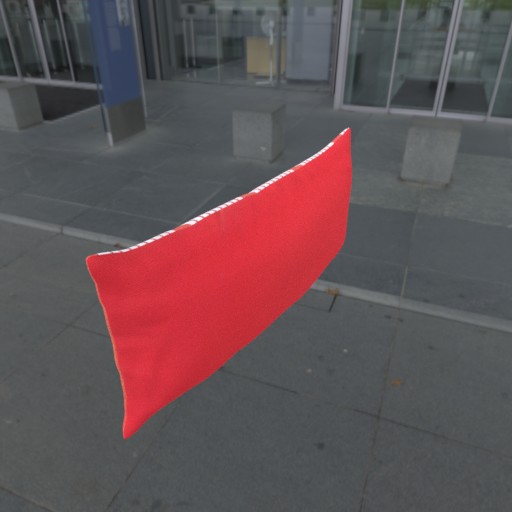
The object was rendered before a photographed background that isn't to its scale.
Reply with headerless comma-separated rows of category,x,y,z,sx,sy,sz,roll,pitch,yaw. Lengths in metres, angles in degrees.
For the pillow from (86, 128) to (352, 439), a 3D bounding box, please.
pillow,0.000,0.000,0.742,0.151,0.297,0.608,21,37,31
